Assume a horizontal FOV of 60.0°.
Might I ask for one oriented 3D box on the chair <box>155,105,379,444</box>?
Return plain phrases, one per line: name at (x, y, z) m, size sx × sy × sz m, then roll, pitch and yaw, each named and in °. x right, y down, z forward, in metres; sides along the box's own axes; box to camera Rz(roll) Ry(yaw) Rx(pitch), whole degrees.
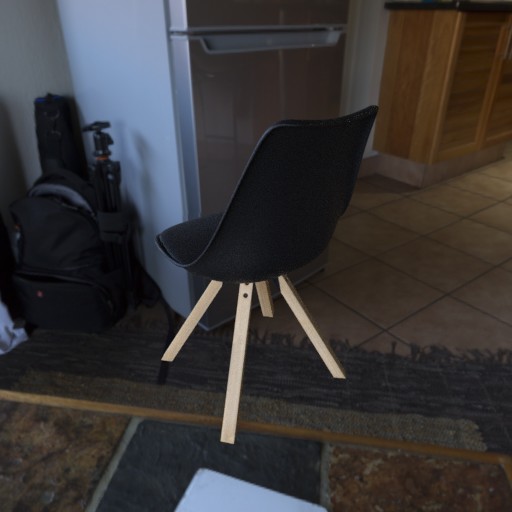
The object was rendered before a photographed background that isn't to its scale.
chair at (0.000, 0.000, 1.211) m, size 0.485 × 0.850 × 0.549 m, roll -19°, pitch 35°, yaw -30°
